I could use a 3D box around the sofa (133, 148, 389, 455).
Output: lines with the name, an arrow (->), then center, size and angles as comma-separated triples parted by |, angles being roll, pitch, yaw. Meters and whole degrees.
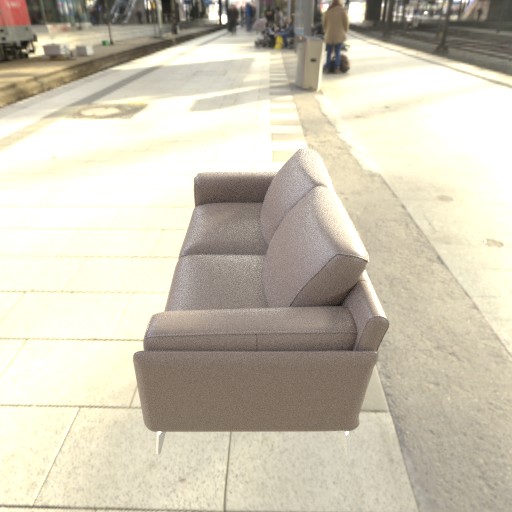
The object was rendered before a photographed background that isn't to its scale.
sofa -> 0.000, 0.000, 2.636 | 1.049, 0.930, 2.101 | 0, 29, -1
